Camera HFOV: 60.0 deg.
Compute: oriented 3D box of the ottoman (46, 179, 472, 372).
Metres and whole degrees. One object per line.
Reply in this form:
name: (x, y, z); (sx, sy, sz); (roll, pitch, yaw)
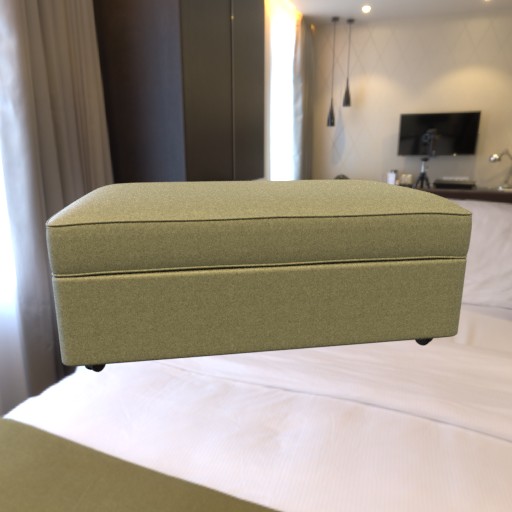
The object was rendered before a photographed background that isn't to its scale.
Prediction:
ottoman: (0.000, 0.000, 1.532); (1.173, 0.494, 0.681); (-2, 15, -9)
